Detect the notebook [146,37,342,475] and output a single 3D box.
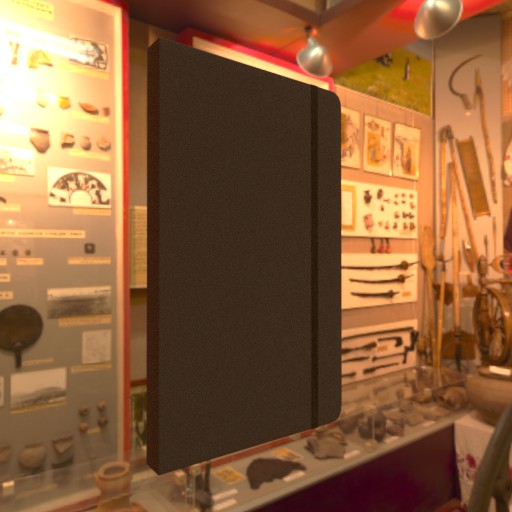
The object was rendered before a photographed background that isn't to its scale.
[{"bbox_3d":[0.000,0.000,0.257,0.127,0.213,0.016,0,-1,-36],"label":"notebook"}]
